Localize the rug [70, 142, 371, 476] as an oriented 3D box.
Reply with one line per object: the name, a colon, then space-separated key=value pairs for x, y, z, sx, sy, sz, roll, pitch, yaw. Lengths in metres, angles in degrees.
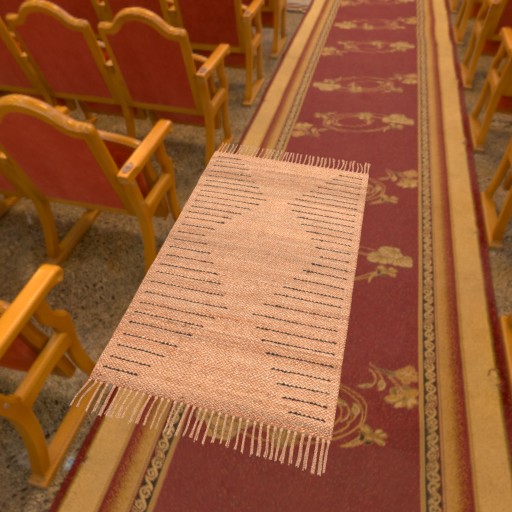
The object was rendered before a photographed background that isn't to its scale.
rug: x=0.000 y=0.000 z=2.025 sx=0.905 sy=0.017 sz=1.718 roll=11 pitch=48 yaw=10
